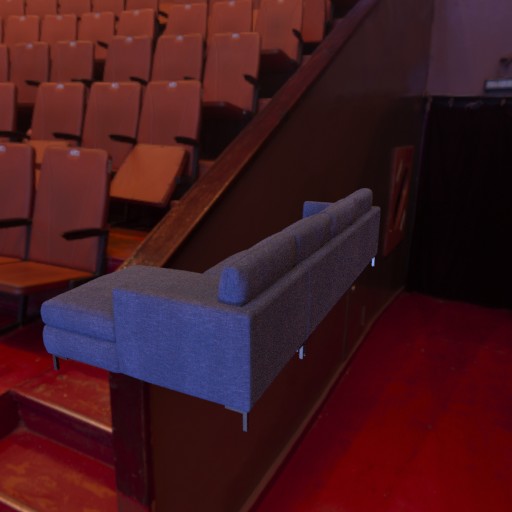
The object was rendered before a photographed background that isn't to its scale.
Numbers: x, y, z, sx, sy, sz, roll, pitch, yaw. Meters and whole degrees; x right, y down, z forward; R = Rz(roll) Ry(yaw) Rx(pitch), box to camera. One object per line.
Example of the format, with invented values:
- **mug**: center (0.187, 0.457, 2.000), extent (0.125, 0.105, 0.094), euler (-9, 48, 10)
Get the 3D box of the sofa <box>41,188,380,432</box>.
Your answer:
- **sofa**: center (0.000, 0.000, 3.482), extent (1.350, 0.810, 2.932), euler (8, 19, 25)
